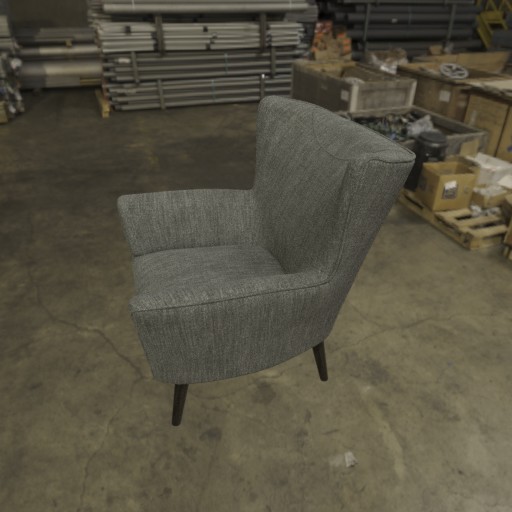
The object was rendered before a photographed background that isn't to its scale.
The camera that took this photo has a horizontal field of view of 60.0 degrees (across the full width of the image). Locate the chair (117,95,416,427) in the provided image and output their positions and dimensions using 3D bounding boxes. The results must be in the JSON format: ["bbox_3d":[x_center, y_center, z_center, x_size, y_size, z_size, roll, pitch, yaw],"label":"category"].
[{"bbox_3d":[0.000,0.000,1.571,0.888,0.933,0.781,-9,32,-15],"label":"chair"}]
